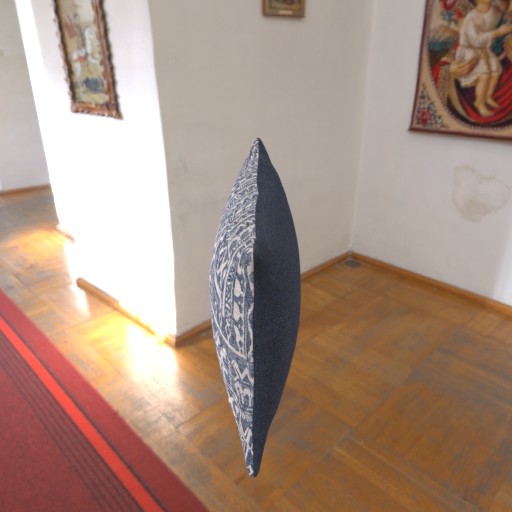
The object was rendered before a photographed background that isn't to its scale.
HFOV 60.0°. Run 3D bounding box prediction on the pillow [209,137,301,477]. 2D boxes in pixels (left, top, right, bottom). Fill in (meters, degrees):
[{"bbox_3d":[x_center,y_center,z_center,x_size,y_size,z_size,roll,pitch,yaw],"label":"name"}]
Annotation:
[{"bbox_3d":[0.000,0.000,0.751,0.148,0.292,0.631,0,25,1],"label":"pillow"}]
